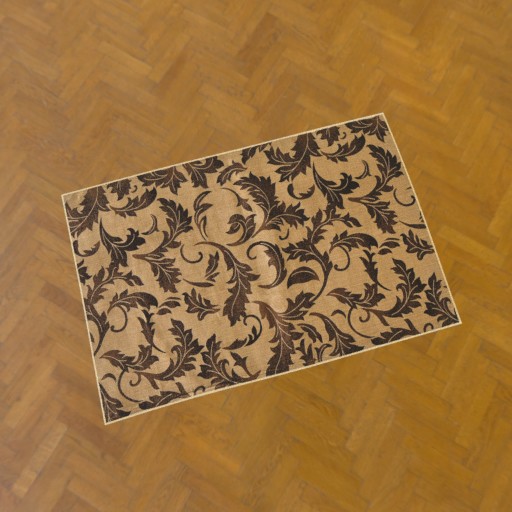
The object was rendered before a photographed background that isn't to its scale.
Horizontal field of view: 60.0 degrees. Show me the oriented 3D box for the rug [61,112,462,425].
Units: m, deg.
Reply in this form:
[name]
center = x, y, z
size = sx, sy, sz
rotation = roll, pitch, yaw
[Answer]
[rug]
center = 0.000, 0.000, 2.868
size = 2.284, 0.008, 1.522
rotation = -15, 78, -3
